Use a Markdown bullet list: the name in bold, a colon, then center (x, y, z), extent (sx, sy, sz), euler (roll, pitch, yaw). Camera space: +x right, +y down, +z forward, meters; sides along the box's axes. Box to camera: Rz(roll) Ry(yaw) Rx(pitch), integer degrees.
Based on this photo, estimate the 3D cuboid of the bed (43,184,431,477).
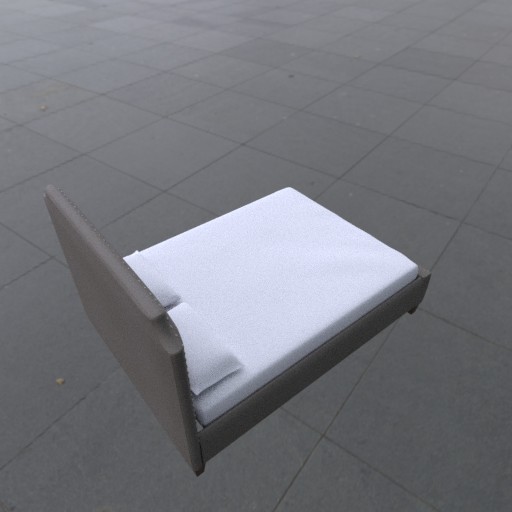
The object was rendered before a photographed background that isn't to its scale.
- **bed**: center (0.000, 0.000, 3.396), extent (2.372, 1.443, 1.712), euler (-27, 47, -28)
